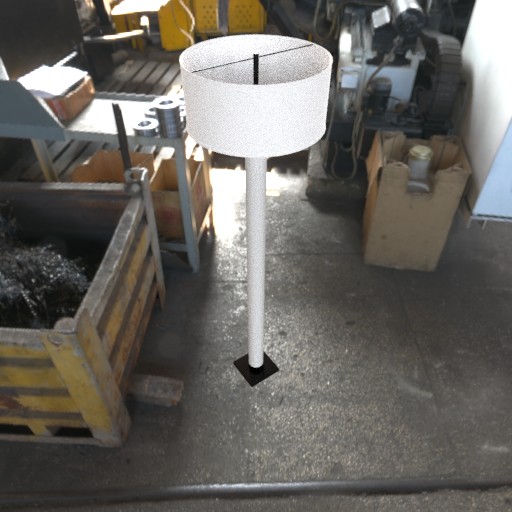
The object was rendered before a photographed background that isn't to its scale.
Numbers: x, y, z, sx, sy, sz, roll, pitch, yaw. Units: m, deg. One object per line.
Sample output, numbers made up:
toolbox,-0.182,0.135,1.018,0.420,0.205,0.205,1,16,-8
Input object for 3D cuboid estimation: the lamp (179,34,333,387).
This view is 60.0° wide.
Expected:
lamp,0.000,0.000,1.696,0.420,1.475,0.420,-25,47,-25
